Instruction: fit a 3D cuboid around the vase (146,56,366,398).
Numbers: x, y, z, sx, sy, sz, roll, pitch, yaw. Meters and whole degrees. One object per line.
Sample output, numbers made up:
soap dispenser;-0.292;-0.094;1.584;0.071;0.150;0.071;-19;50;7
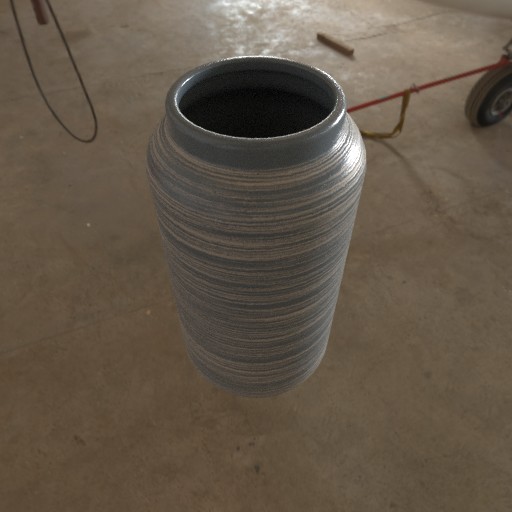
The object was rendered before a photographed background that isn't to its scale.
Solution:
vase;0.000;0.000;0.296;0.116;0.230;0.116;0;47;0
